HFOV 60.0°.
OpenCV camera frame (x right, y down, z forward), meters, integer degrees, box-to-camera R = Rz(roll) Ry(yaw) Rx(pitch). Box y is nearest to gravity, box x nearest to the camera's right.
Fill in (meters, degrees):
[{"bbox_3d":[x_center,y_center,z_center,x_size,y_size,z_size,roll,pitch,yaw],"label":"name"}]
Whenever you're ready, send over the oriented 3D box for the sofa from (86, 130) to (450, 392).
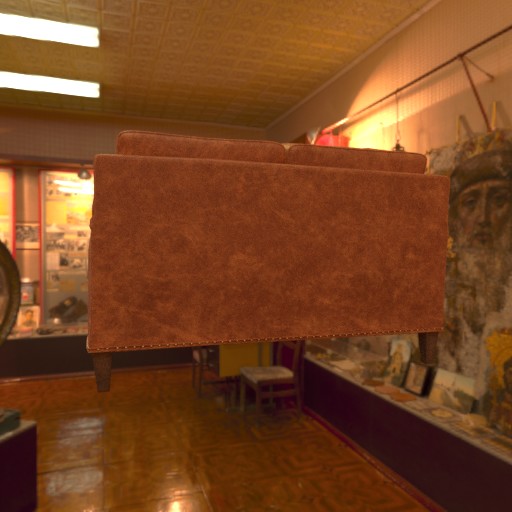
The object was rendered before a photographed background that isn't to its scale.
[{"bbox_3d":[0.000,0.000,2.260,1.597,1.003,1.084,0,0,-17],"label":"sofa"}]
